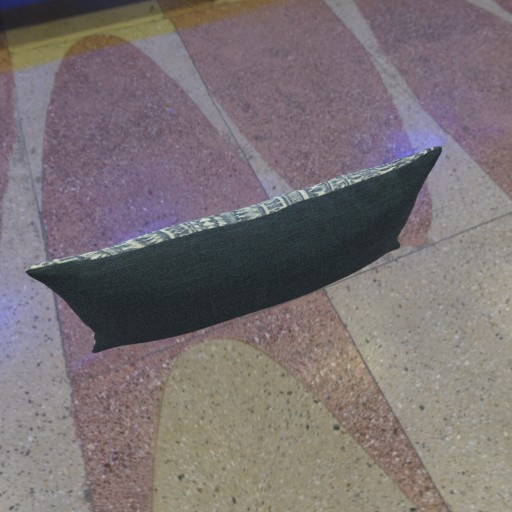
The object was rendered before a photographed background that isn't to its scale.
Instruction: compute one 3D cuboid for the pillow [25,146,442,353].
[{"bbox_3d":[0.000,0.000,0.731,0.631,0.292,0.148,-18,60,-11],"label":"pillow"}]
